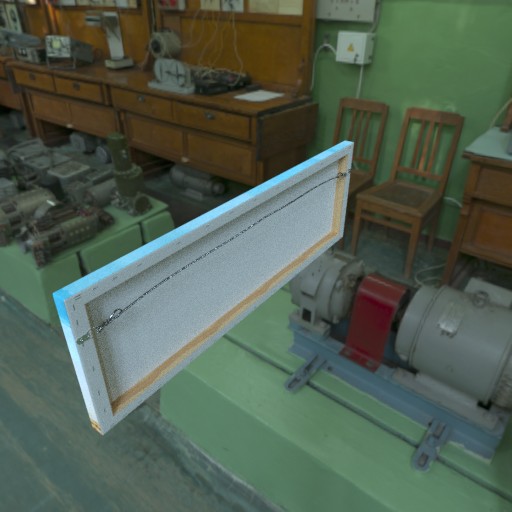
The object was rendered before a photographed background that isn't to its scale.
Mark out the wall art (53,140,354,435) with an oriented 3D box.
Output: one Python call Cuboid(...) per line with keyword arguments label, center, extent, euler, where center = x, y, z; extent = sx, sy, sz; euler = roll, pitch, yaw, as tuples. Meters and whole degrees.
Cuboid(label="wall art", center=(0.000, 0.000, 0.849), extent=(0.044, 0.254, 0.759), euler=(22, 38, 31))
